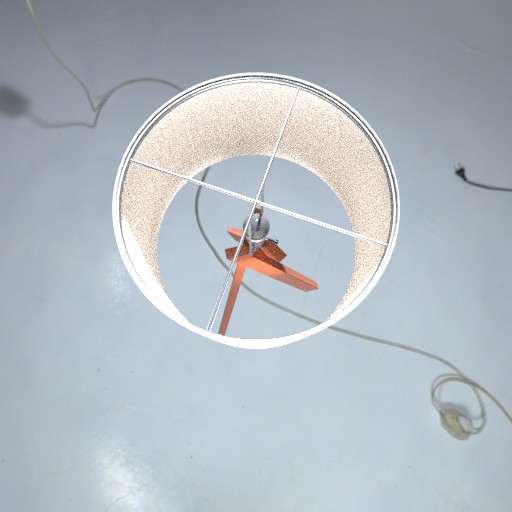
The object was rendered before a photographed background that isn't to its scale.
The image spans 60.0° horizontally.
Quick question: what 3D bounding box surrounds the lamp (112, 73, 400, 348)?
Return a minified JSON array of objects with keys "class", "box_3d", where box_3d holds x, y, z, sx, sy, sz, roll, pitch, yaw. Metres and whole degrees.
[{"class":"lamp","box_3d":[0.000,0.000,0.921,0.380,0.686,0.380,19,78,4]}]
